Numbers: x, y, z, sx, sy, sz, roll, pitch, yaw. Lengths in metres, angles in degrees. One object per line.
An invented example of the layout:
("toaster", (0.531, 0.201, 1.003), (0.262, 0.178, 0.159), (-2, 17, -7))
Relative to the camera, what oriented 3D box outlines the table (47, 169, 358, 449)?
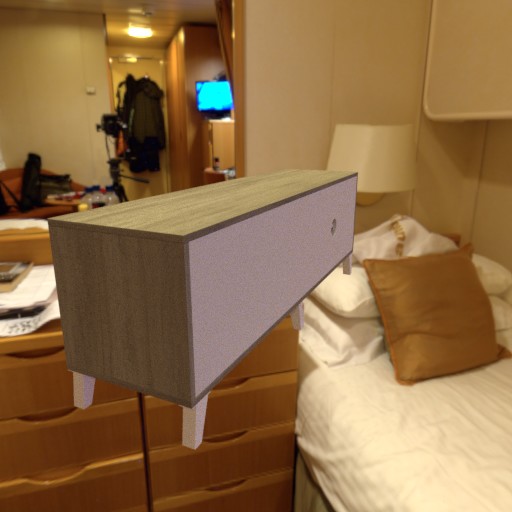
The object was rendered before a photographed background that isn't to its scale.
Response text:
("table", (0.000, 0.000, 1.715), (0.400, 0.530, 1.500), (8, 18, 25))
